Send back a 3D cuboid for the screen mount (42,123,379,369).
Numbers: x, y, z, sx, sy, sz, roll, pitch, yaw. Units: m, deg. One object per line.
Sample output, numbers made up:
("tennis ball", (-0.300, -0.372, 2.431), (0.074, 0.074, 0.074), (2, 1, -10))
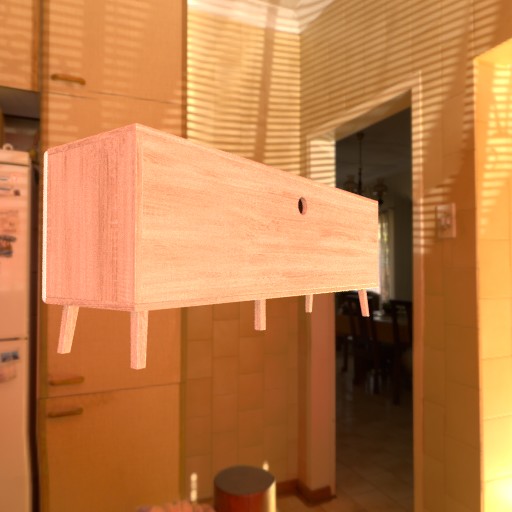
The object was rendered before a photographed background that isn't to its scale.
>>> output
("screen mount", (0.000, 0.000, 1.730), (0.420, 0.570, 1.500), (-1, -2, 36))
